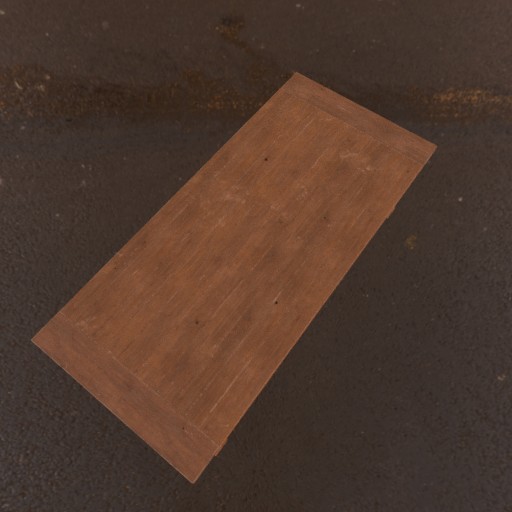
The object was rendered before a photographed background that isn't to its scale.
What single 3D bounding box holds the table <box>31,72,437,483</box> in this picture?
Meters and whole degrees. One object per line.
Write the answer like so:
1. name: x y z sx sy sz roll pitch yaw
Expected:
1. table: 0.000 0.000 2.125 0.820 0.465 1.800 34 69 15
